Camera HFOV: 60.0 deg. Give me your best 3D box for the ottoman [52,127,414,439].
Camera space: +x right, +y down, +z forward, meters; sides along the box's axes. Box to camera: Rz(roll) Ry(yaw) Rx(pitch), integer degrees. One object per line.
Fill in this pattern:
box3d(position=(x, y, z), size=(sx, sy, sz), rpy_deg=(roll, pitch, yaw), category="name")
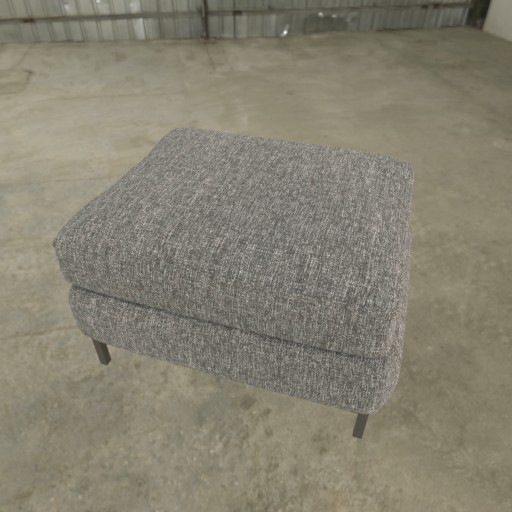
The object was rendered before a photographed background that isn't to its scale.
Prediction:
box3d(position=(0.000, 0.000, 1.235), size=(0.828, 0.480, 0.683), rpy_deg=(12, 41, 14), category="ottoman")
